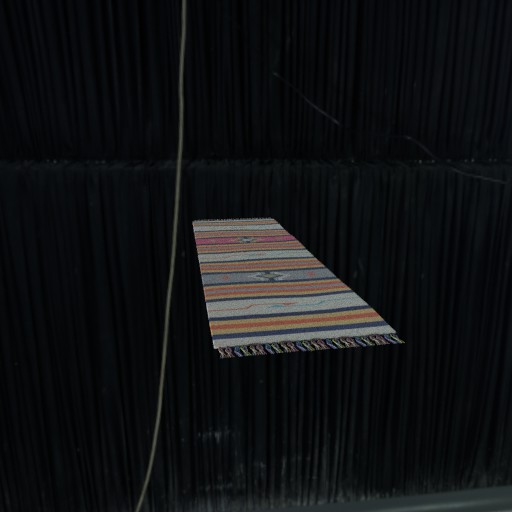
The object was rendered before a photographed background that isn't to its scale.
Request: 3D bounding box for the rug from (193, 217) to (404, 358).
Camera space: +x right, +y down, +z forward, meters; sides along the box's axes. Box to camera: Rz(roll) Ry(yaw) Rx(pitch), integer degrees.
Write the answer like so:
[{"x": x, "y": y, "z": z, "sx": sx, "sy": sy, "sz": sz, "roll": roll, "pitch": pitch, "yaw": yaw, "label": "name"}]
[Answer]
[{"x": 0.000, "y": 0.000, "z": 2.717, "sx": 0.695, "sy": 0.017, "sz": 2.455, "roll": -3, "pitch": 16, "yaw": -9, "label": "rug"}]
